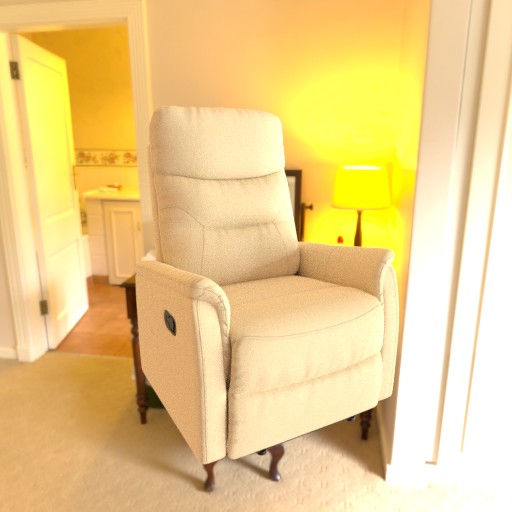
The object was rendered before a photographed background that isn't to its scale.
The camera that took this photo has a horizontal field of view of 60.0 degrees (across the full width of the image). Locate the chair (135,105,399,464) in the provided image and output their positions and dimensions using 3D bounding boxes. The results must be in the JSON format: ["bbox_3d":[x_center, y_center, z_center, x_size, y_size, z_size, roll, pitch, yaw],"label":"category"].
[{"bbox_3d":[0.000,0.000,1.644,0.775,1.082,0.831,-8,16,-28],"label":"chair"}]
